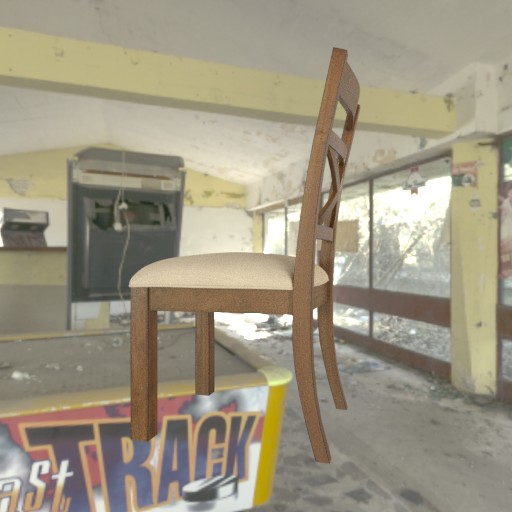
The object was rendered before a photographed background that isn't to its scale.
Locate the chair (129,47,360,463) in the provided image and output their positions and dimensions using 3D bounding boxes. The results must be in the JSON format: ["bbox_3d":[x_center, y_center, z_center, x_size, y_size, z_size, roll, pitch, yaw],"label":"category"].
[{"bbox_3d":[0.000,0.000,1.275,0.581,0.949,0.461,0,0,17],"label":"chair"}]
